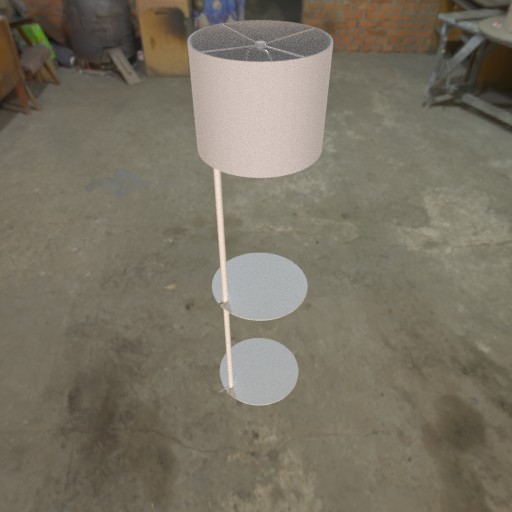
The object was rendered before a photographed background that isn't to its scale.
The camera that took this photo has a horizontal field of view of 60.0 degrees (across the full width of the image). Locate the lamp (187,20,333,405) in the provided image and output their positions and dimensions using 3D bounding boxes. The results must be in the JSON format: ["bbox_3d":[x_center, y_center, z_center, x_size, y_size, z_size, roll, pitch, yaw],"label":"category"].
[{"bbox_3d":[0.000,0.000,1.612,0.405,1.465,0.372,-25,47,-26],"label":"lamp"}]
